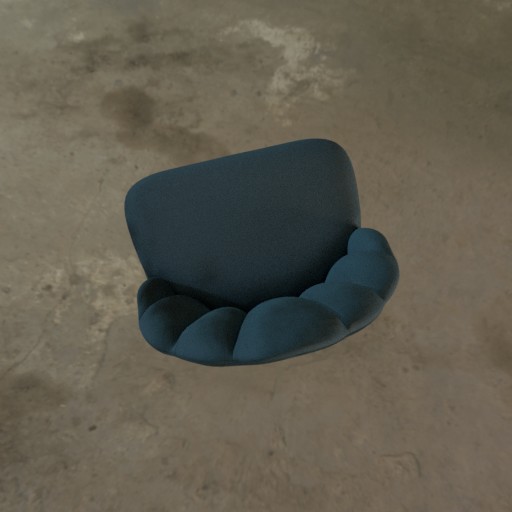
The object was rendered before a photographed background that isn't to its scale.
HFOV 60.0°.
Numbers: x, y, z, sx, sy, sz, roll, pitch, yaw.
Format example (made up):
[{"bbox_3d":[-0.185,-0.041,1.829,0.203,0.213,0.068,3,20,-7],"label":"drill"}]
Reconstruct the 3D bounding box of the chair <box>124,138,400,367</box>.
[{"bbox_3d":[0.000,0.000,1.249,0.657,0.819,0.599,-13,76,-4],"label":"chair"}]
